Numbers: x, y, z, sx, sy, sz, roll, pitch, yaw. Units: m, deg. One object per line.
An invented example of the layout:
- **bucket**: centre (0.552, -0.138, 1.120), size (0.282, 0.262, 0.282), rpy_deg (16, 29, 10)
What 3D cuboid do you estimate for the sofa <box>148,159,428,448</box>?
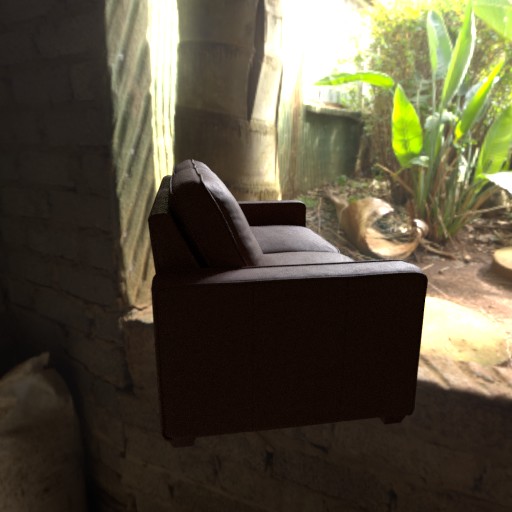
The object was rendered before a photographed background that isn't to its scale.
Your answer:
- **sofa**: centre (0.000, 0.000, 2.259), size (0.947, 0.918, 1.709), rpy_deg (-3, 16, -9)
